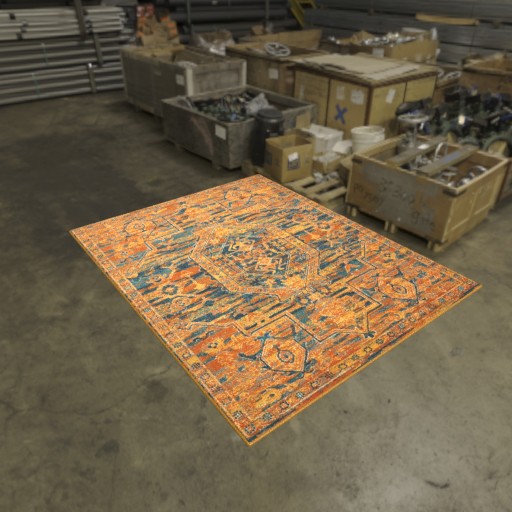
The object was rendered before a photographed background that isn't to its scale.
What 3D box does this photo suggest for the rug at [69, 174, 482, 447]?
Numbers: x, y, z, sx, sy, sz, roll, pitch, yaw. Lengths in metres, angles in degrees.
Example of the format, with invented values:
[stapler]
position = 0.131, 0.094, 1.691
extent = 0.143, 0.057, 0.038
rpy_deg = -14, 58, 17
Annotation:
[rug]
position = 0.000, 0.000, 4.082
extent = 2.435, 0.031, 3.040
rpy_deg = -23, 39, -31
